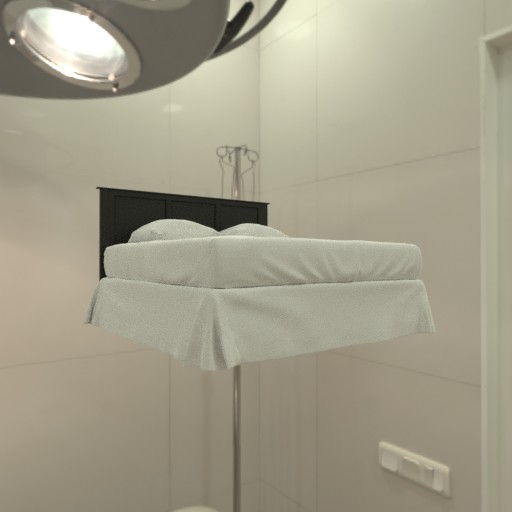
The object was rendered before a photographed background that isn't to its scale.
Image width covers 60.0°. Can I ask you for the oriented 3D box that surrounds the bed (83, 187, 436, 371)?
[{"bbox_3d":[0.000,0.000,3.812,2.315,1.271,2.219,0,-1,-36],"label":"bed"}]
